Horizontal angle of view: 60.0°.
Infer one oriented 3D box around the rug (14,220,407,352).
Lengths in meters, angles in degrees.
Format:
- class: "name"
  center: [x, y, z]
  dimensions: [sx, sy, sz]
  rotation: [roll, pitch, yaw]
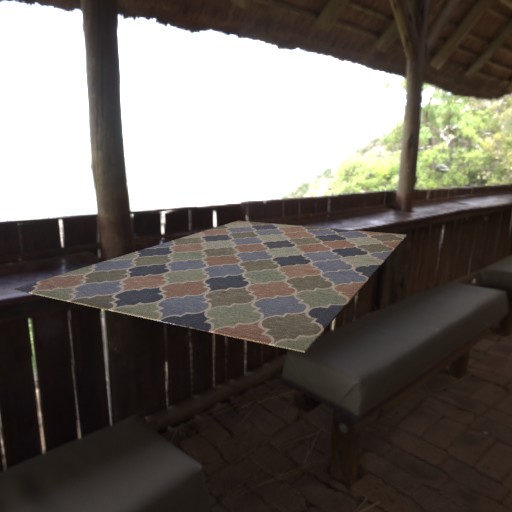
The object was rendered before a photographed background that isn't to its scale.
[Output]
- class: "rug"
  center: [0.000, 0.000, 2.839]
  dimensions: [1.521, 0.006, 2.284]
  rotation: [7, 16, 26]
